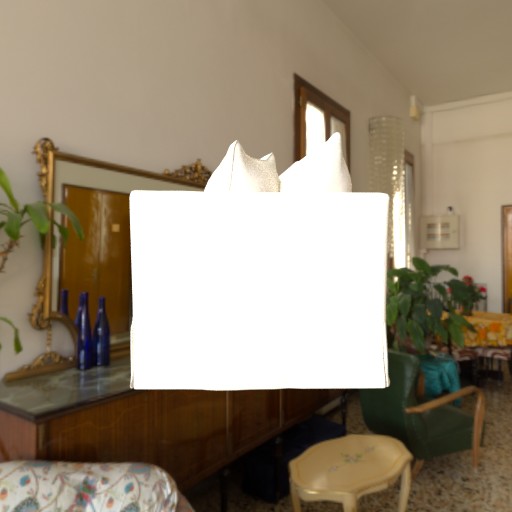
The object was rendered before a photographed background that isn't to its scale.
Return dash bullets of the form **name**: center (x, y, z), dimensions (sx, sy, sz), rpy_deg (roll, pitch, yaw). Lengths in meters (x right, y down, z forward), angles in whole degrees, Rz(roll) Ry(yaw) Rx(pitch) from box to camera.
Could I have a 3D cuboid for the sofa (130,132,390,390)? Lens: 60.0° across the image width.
- **sofa**: center (0.000, 0.000, 2.771), dimensions (1.031, 1.034, 2.290), rpy_deg (0, -1, -1)
